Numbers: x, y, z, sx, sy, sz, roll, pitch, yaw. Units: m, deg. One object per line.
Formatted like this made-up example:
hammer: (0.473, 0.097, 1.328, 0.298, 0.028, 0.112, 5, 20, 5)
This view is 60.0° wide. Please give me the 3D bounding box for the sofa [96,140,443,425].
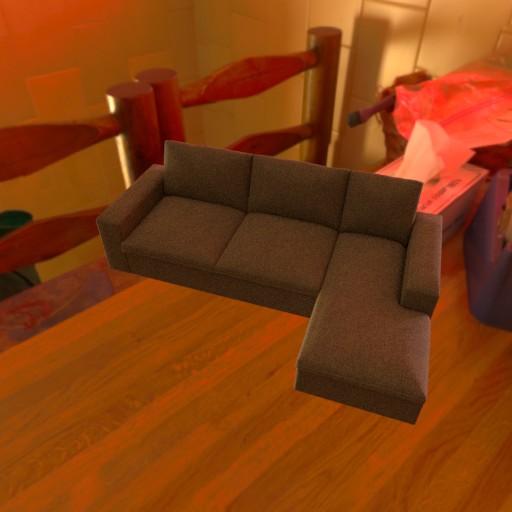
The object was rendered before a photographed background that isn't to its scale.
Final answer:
sofa: (0.000, 0.000, 3.502, 2.718, 0.940, 1.689, 13, 42, 14)
